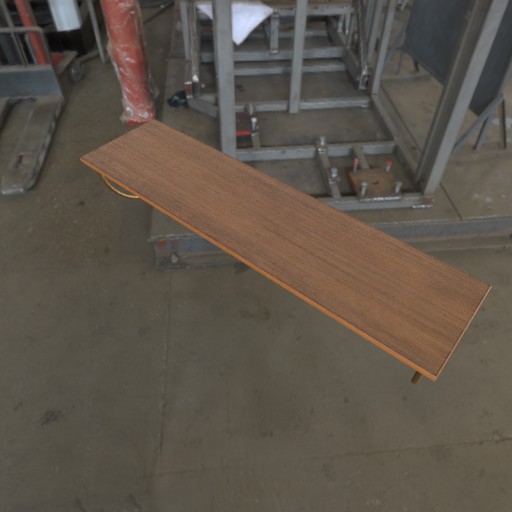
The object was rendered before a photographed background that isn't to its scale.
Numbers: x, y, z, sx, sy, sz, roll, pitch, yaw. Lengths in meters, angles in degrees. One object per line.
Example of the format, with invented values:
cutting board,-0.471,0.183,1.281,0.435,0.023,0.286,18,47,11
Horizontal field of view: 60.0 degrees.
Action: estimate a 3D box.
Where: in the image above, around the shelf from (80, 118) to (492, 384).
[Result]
shelf,0.000,0.000,0.723,0.636,0.190,0.166,31,54,26
